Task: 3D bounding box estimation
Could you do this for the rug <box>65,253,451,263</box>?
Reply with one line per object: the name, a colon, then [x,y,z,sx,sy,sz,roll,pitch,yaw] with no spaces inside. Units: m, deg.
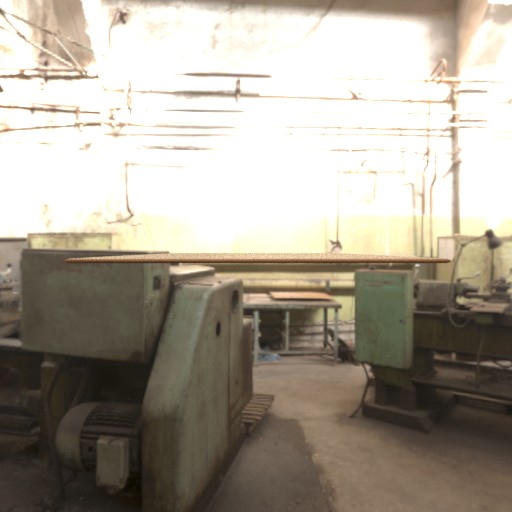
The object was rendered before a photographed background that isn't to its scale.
rug: [0.000,0.000,2.054,1.078,0.013,1.678,0,1,0]
